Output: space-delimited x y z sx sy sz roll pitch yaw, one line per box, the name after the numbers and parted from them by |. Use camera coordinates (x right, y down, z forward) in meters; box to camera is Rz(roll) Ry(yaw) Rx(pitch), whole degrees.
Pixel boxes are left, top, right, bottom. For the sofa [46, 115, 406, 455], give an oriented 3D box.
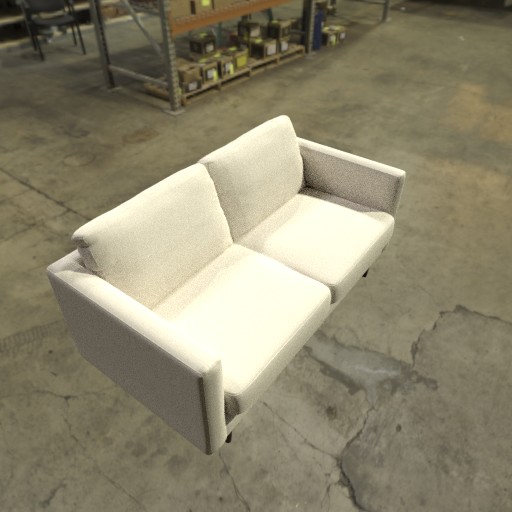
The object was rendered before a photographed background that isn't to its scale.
0.000 0.000 2.303 0.940 0.893 1.713 26 47 27 | sofa
